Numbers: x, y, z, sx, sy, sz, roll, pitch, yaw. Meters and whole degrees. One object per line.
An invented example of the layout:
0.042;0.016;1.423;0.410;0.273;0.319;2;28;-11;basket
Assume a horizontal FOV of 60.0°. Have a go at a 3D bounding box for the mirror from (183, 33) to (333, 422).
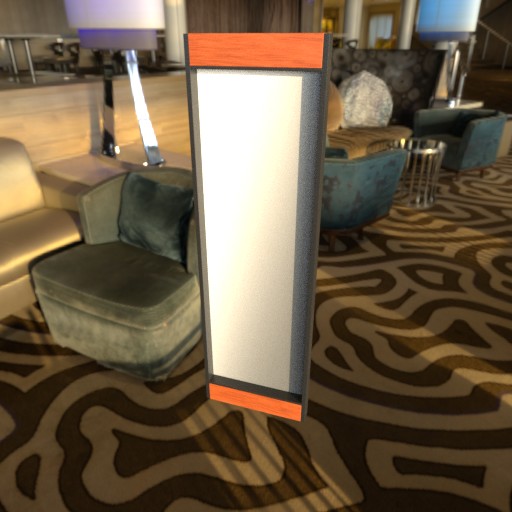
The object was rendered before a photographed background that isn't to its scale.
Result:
0.000;0.000;1.250;0.343;1.123;0.047;8;28;17;mirror
